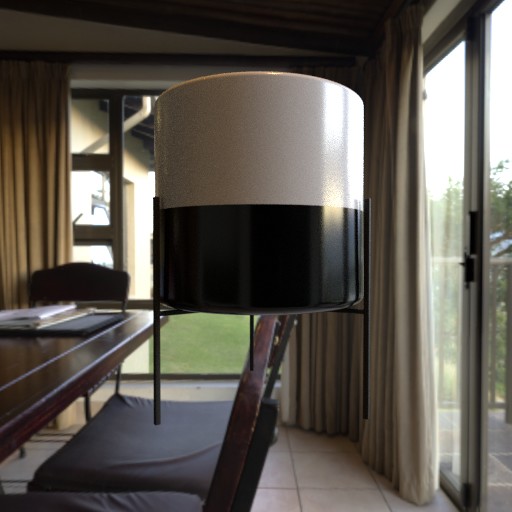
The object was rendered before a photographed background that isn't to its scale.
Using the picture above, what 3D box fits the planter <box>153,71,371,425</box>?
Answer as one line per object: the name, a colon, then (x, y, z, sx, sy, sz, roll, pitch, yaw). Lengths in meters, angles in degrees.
planter: (0.000, 0.000, 0.661, 0.310, 0.432, 0.310, 0, 1, -19)
